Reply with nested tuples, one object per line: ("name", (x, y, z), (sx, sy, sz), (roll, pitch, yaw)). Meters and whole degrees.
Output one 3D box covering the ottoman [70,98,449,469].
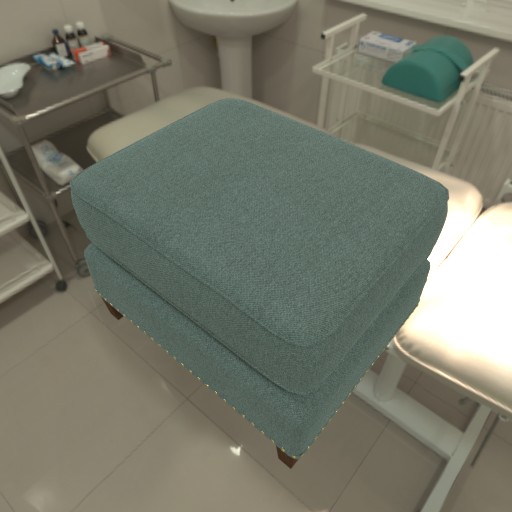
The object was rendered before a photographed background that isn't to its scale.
("ottoman", (0.000, 0.000, 1.144), (0.738, 0.537, 0.589), (32, 54, 27))
